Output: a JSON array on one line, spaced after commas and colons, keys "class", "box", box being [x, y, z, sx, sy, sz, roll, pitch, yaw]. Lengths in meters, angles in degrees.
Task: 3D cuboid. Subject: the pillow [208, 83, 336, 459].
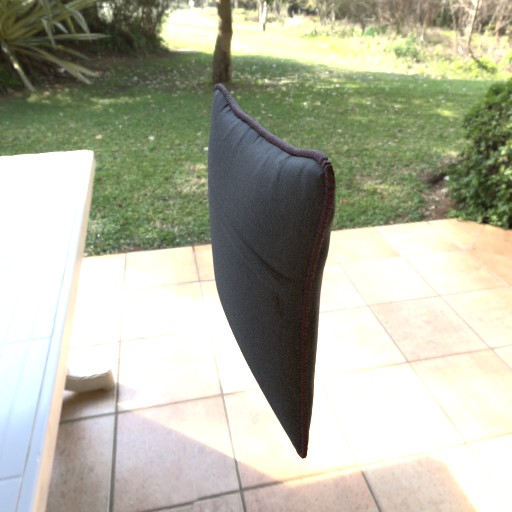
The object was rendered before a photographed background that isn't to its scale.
[{"class": "pillow", "box": [0.000, 0.000, 0.756, 0.124, 0.491, 0.482, -10, 33, -16]}]
